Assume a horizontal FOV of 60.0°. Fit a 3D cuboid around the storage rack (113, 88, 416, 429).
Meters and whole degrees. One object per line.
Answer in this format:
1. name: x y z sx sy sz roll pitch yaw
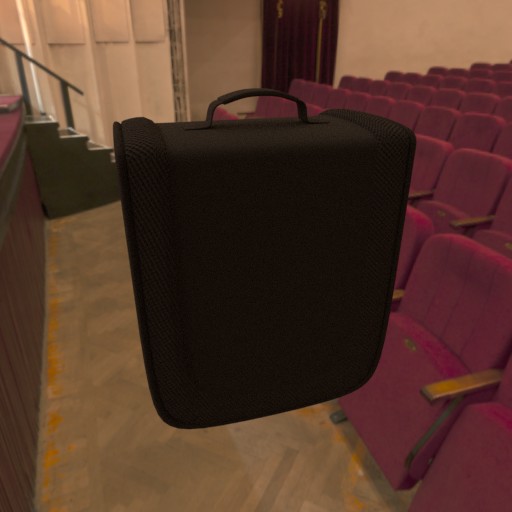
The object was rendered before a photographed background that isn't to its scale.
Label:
1. storage rack: 0.000 0.000 0.547 0.297 0.387 0.168 -7 27 -15
